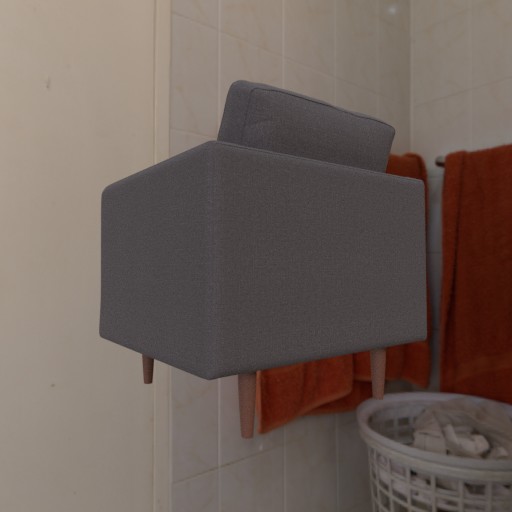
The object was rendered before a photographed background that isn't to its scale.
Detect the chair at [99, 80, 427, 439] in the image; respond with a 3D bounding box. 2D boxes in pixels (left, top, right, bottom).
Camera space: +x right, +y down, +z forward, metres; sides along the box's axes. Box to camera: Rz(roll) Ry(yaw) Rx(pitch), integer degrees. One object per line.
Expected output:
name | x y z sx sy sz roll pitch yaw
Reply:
chair | 0.000 0.000 1.536 0.854 0.927 0.800 1 -1 -37
